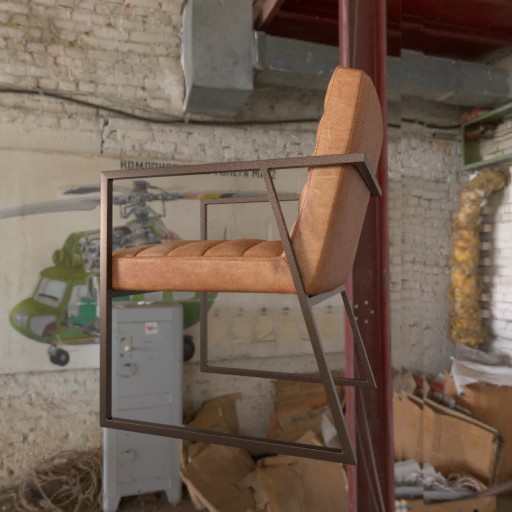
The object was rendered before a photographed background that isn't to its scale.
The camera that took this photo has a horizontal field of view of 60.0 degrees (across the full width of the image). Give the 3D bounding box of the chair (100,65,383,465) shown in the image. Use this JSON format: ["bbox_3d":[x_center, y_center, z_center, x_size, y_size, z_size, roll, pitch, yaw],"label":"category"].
[{"bbox_3d":[0.000,0.000,1.248,0.677,0.832,0.571,0,0,19],"label":"chair"}]
